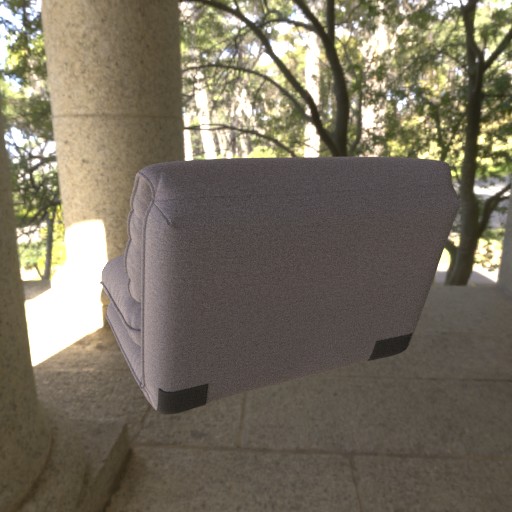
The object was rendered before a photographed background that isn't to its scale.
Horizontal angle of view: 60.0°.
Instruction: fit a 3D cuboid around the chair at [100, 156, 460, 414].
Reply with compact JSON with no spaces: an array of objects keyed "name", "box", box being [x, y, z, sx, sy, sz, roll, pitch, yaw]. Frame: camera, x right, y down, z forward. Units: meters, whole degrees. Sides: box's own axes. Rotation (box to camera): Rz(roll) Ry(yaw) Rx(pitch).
[{"name":"chair","box":[0.000,0.000,1.313,0.820,0.580,0.780,-7,15,-26]}]
